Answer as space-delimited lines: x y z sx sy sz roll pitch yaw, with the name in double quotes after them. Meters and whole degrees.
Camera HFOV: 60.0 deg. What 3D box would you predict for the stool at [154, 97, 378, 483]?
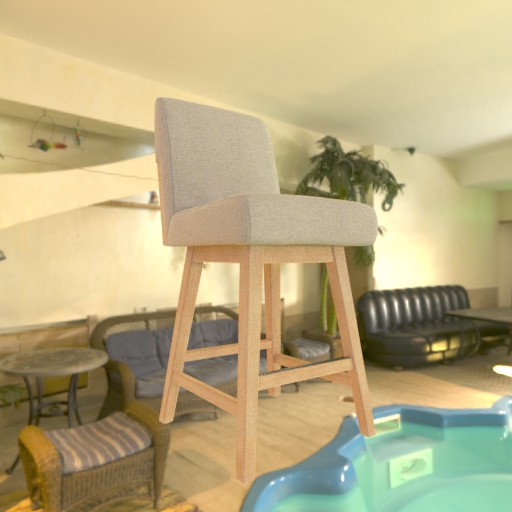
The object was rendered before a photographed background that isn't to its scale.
0.000 0.000 1.418 0.507 1.085 0.606 0 1 -36 "stool"
